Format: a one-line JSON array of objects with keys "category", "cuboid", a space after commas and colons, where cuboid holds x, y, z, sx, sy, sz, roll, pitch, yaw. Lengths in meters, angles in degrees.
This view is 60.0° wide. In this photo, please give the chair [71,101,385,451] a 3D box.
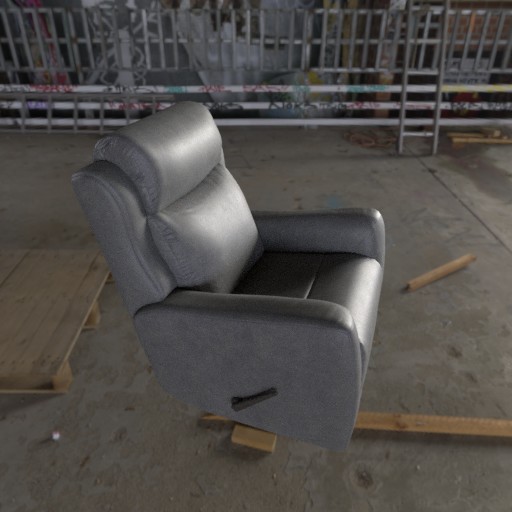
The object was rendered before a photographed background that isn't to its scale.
[{"category": "chair", "cuboid": [0.000, 0.000, 1.899, 1.068, 1.116, 0.967, 10, 32, 17]}]
